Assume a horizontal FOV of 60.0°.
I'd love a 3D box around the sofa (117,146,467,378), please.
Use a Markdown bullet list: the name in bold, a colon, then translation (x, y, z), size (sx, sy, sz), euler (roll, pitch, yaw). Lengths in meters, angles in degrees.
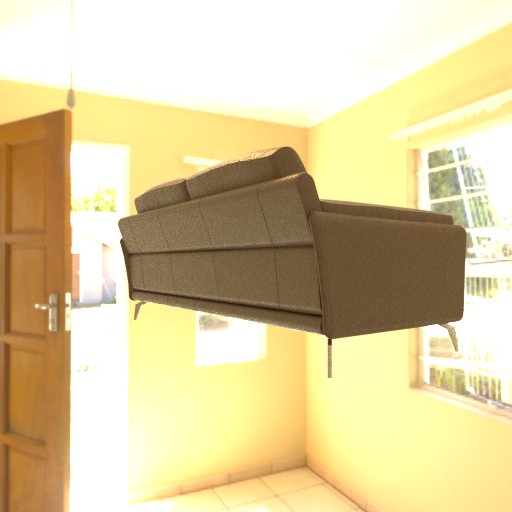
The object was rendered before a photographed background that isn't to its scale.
- **sofa**: translation (0.000, 0.000, 2.684), size (1.049, 0.930, 2.101), euler (1, -1, -35)
